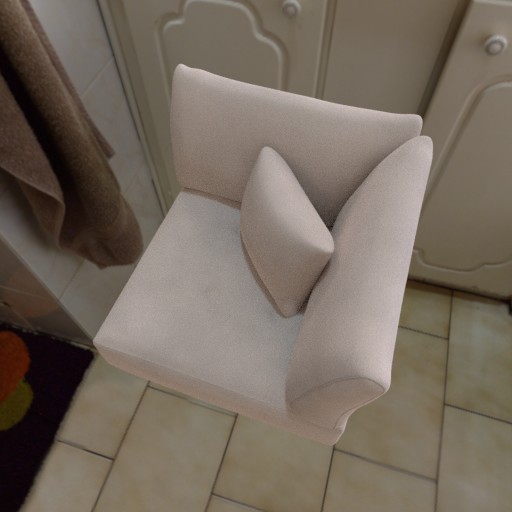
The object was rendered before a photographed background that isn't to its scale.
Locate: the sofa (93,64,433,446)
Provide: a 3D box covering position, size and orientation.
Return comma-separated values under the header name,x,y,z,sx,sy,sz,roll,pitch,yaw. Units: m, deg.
name,x,y,z,sx,sy,sz,roll,pitch,yaw
sofa,0.000,0.000,1.682,1.000,0.820,1.000,17,59,10
